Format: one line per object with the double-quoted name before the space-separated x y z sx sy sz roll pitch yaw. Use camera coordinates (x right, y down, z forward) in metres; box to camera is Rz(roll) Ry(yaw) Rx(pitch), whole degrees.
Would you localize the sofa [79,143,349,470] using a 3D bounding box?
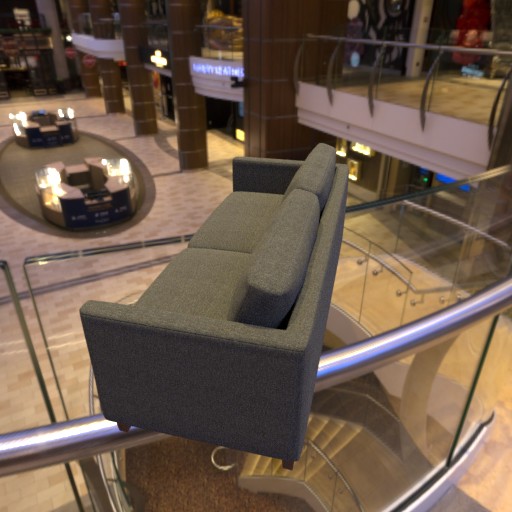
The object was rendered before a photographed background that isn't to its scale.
"sofa" 0.000 0.000 2.709 0.948 0.965 2.208 7 30 13
